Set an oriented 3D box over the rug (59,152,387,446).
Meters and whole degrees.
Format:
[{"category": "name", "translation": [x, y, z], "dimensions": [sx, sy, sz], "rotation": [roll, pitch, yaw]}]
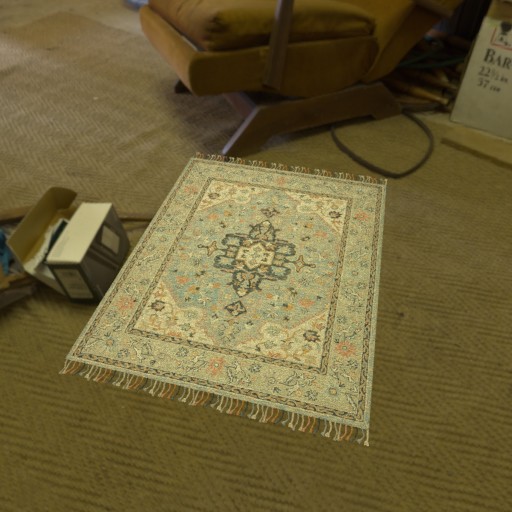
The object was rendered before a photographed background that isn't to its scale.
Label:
[{"category": "rug", "translation": [0.000, 0.000, 3.564], "dimensions": [1.971, 0.010, 2.651], "rotation": [10, 46, 10]}]
